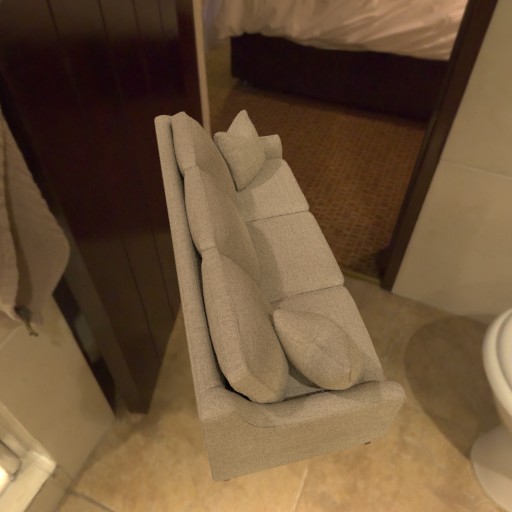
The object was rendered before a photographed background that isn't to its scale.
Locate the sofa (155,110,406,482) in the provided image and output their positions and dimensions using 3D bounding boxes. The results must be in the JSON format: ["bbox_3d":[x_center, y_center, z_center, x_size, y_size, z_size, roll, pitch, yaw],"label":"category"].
[{"bbox_3d":[0.000,0.000,2.469,0.865,0.914,2.031,-10,48,-9],"label":"sofa"}]
